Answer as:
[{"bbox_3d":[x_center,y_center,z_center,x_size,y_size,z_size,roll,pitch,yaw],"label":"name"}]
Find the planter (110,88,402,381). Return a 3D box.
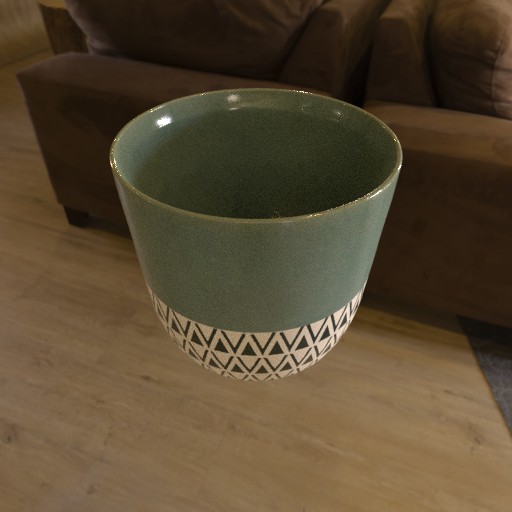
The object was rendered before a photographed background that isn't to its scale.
[{"bbox_3d":[0.000,0.000,0.377,0.198,0.214,0.198,0,40,0],"label":"planter"}]
